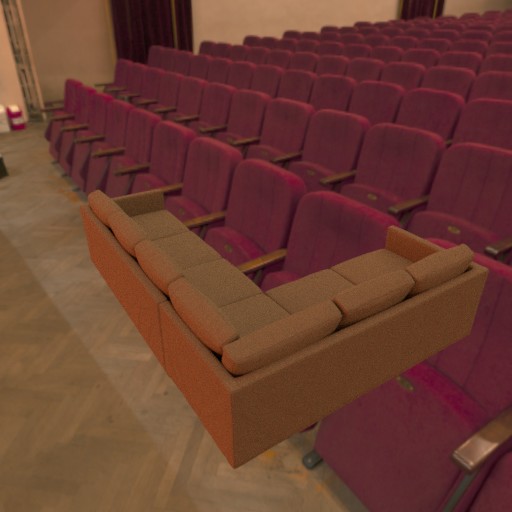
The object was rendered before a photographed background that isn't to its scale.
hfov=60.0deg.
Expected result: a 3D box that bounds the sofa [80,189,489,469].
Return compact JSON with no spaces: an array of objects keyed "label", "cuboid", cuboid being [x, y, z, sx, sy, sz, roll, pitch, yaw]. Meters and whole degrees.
[{"label":"sofa","cuboid":[0.000,0.000,4.258,2.432,0.871,3.182,-18,34,-29]}]
